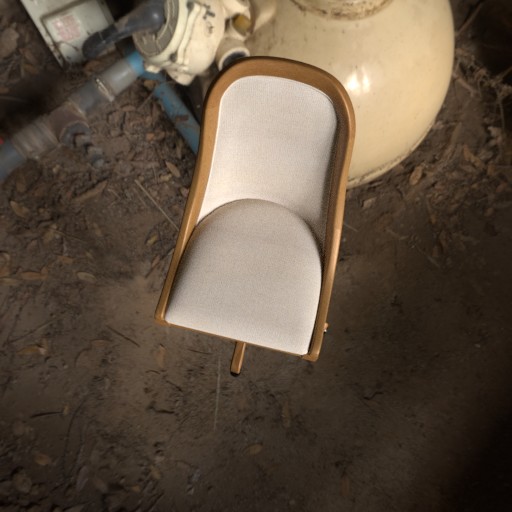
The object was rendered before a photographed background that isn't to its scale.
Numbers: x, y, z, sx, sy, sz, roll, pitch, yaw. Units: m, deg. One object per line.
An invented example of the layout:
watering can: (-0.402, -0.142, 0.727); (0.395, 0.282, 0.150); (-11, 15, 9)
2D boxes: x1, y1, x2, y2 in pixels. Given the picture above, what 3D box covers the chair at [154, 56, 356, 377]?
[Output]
chair: (0.000, 0.000, 1.524); (0.702, 1.009, 0.811); (13, 74, 4)
